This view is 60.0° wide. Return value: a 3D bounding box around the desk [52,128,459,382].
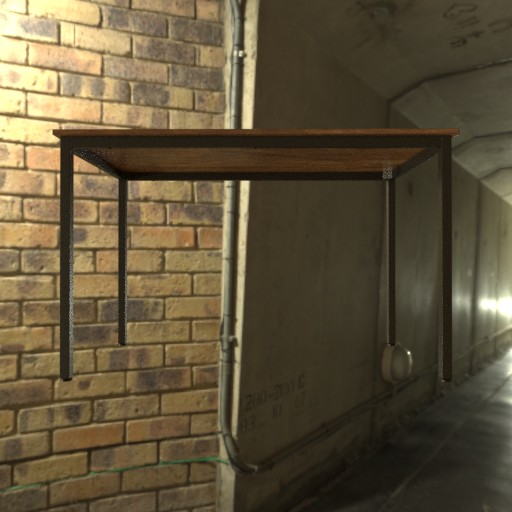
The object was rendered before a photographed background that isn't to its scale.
[{"bbox_3d":[0.000,0.000,1.601,1.200,0.749,0.600,0,0,0],"label":"desk"}]
